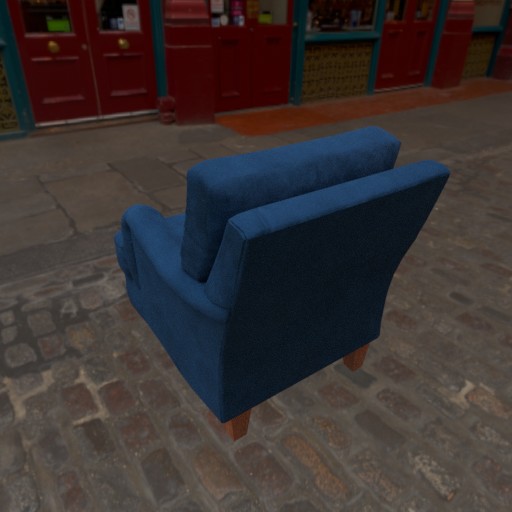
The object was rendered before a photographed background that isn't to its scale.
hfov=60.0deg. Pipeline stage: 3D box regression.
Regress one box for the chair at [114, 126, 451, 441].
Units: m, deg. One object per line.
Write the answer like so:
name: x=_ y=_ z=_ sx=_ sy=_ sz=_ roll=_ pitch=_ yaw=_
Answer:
chair: x=0.000 y=0.000 z=1.852 sx=0.895 sy=1.076 sz=1.078 roll=-19 pitch=35 yaw=-30
